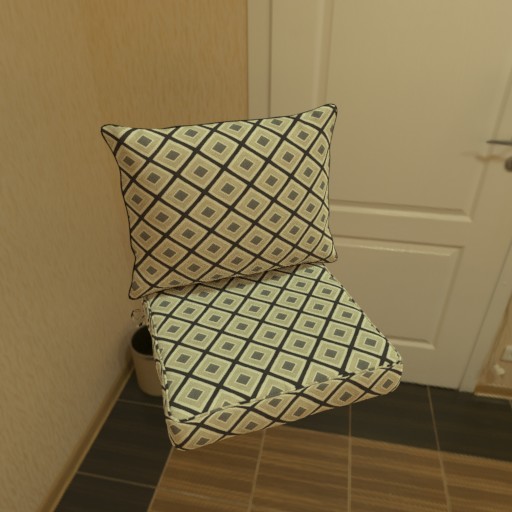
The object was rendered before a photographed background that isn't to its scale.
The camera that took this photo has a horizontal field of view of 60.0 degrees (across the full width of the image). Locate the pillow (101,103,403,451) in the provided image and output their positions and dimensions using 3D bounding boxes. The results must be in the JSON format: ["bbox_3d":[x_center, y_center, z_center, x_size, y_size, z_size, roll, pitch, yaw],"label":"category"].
[{"bbox_3d":[0.000,0.000,1.349,0.798,0.722,0.733,-10,34,-15],"label":"pillow"}]
